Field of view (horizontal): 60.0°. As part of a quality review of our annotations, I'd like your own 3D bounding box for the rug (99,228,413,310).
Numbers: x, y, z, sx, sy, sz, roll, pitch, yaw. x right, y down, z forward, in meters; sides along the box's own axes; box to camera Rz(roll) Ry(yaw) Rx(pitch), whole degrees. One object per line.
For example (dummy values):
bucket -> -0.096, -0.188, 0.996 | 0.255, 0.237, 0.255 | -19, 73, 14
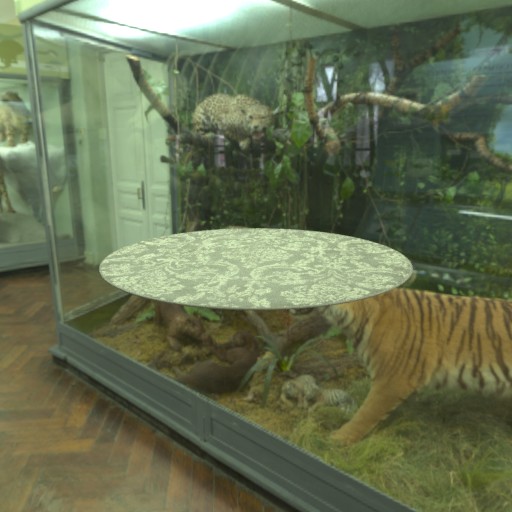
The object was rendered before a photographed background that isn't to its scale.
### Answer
rug -> 0.000, 0.000, 2.380 | 1.593, 0.012, 1.593 | 0, 14, 0
